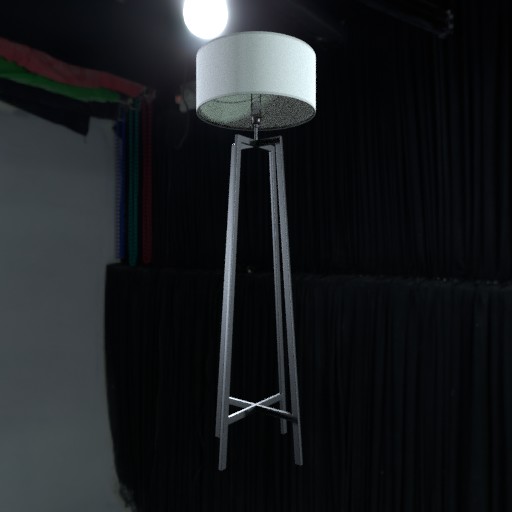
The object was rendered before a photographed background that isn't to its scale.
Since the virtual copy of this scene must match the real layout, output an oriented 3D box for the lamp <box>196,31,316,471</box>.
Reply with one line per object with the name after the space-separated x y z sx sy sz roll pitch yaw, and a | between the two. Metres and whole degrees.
0.000 0.000 1.721 0.456 1.510 0.457 0 1 37 | lamp
